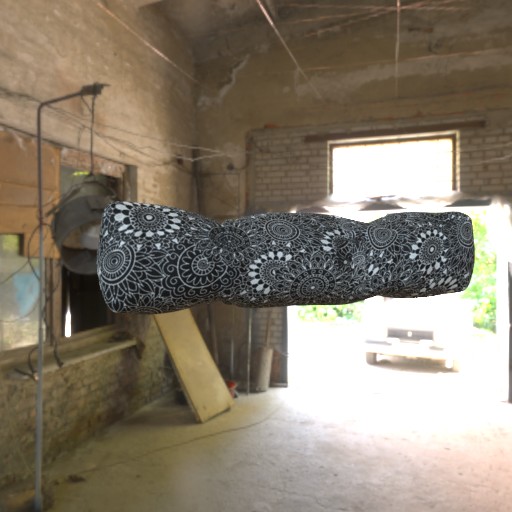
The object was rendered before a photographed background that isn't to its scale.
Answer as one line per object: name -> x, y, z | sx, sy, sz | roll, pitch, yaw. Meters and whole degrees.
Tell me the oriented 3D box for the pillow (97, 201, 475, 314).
pillow -> 0.000, 0.000, 0.732 | 0.490, 0.128, 0.468 | 0, 1, -19
